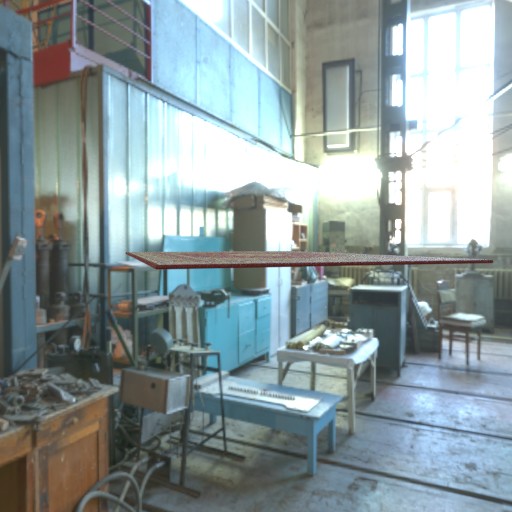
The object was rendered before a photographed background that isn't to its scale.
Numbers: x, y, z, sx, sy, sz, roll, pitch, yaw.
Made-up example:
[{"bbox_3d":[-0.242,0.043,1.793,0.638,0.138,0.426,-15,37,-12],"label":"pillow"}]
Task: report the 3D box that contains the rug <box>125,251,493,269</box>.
[{"bbox_3d":[0.000,0.000,2.249,1.194,0.013,1.802,-1,2,-19],"label":"rug"}]
